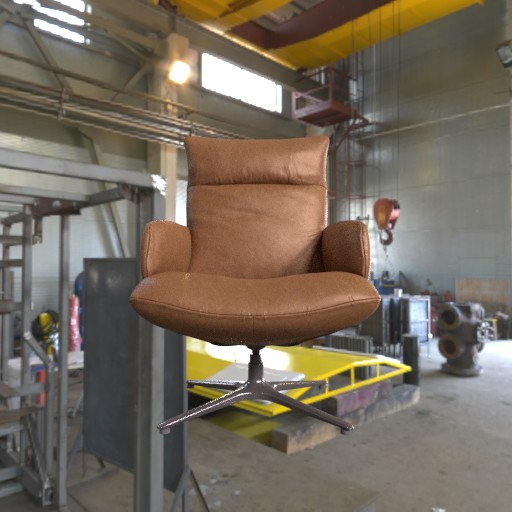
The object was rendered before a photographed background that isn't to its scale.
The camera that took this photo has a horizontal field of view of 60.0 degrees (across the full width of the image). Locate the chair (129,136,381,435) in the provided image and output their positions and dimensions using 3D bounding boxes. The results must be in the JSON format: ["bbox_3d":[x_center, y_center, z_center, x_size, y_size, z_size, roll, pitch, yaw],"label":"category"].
[{"bbox_3d":[0.000,0.000,1.541,0.711,1.027,0.794,0,-1,1],"label":"chair"}]
